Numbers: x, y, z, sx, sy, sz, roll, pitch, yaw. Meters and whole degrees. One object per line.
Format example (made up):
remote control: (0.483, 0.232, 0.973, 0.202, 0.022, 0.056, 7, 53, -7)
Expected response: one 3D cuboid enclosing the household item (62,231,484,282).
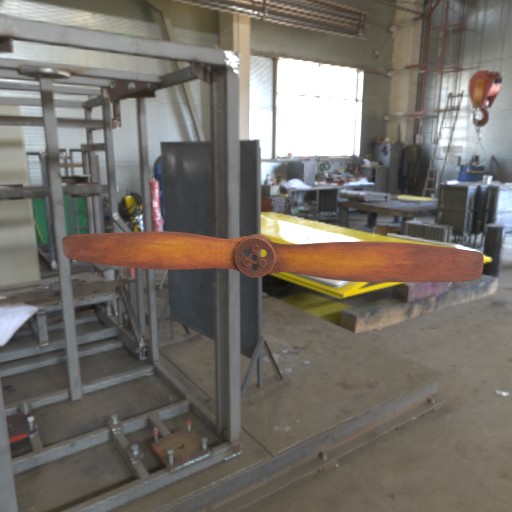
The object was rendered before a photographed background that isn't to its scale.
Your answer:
household item: (0.000, 0.000, 1.234, 1.181, 0.121, 0.051, 2, 14, 10)
